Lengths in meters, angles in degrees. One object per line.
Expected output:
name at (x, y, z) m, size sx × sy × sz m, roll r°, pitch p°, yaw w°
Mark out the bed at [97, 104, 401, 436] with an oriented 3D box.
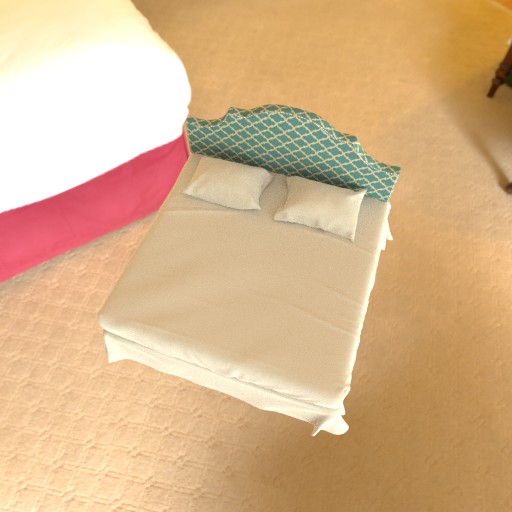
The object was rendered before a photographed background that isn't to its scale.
bed at (0.000, 0.000, 3.781) m, size 2.314 × 1.601 × 2.222 m, roll 16°, pitch 59°, yaw 10°
